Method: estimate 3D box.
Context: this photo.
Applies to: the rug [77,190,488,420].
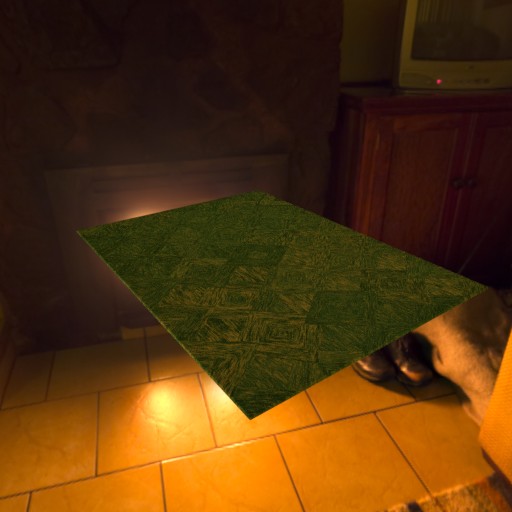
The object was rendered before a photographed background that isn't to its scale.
[{"bbox_3d":[0.000,0.000,4.197,2.405,0.027,3.217,-18,31,-32],"label":"rug"}]
